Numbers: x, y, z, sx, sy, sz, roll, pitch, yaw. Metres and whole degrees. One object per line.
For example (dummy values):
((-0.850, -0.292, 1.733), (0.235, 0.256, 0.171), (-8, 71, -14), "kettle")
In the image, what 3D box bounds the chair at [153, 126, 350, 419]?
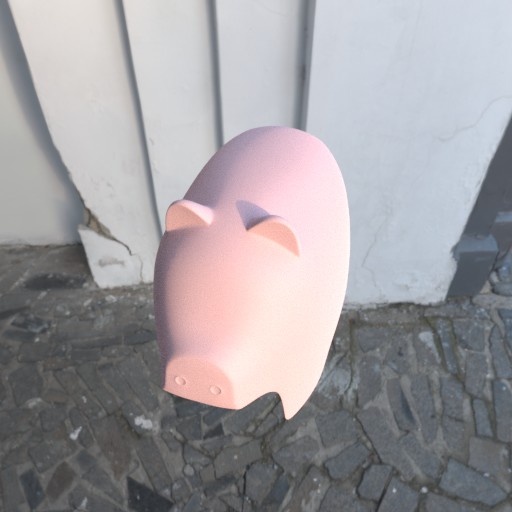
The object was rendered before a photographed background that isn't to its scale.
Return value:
((0.000, 0.000, 0.871), (0.364, 0.423, 0.619), (11, 43, 12), "chair")
